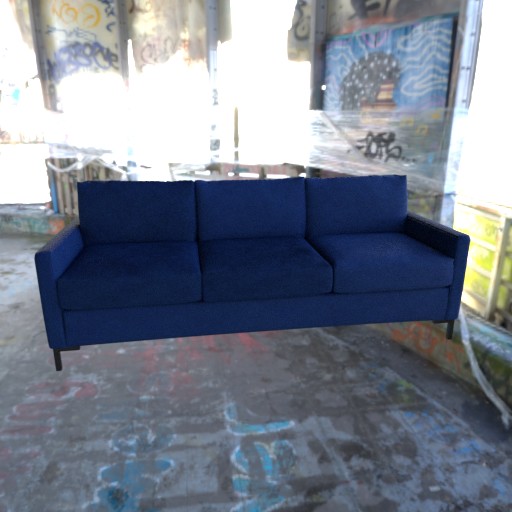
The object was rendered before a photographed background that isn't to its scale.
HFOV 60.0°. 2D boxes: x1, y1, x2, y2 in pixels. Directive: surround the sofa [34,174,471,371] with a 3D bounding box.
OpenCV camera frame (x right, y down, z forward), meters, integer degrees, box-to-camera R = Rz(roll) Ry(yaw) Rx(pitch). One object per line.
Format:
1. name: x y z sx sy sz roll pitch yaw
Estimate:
1. sofa: 0.000 0.000 2.654 2.252 0.879 0.875 -3 17 -9
